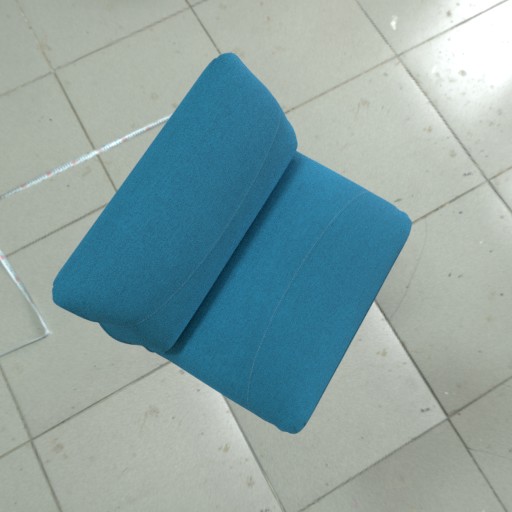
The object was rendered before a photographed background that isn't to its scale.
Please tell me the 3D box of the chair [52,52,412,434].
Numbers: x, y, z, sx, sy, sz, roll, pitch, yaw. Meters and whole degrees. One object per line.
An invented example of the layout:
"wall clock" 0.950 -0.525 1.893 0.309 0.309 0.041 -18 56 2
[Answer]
"chair" 0.000 0.000 1.345 0.780 0.580 0.820 30 79 7
